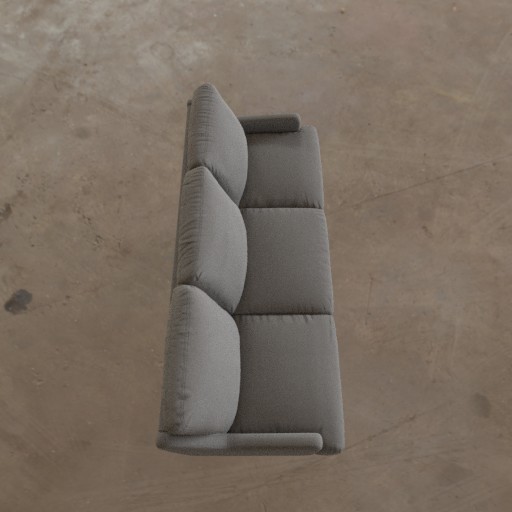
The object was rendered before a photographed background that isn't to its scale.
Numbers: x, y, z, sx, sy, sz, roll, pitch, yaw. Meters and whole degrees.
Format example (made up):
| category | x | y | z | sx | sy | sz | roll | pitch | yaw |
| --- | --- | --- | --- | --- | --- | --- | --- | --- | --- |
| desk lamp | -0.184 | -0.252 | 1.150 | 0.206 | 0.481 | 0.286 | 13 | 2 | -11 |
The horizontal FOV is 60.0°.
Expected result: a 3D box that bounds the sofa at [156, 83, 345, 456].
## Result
| category | x | y | z | sx | sy | sz | roll | pitch | yaw |
| --- | --- | --- | --- | --- | --- | --- | --- | --- | --- |
| sofa | 0.000 | 0.000 | 2.871 | 0.987 | 0.926 | 2.344 | 0 | 63 | 0 |
